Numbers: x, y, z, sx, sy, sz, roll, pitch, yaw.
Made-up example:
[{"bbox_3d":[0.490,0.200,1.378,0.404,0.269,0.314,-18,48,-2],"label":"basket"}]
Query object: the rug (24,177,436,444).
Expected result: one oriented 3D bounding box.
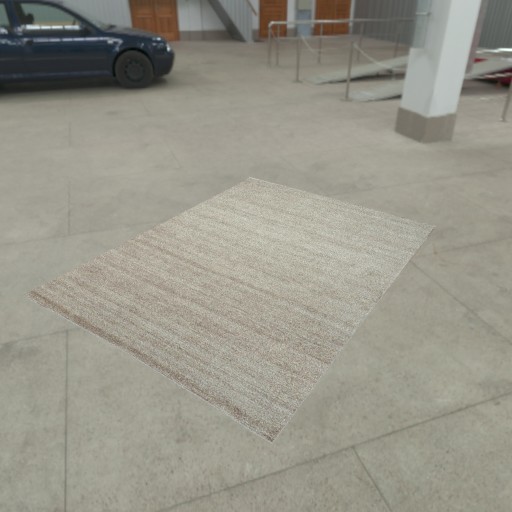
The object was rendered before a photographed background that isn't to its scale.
[{"bbox_3d":[0.000,0.000,4.166,2.434,0.045,3.202,20,37,29],"label":"rug"}]
